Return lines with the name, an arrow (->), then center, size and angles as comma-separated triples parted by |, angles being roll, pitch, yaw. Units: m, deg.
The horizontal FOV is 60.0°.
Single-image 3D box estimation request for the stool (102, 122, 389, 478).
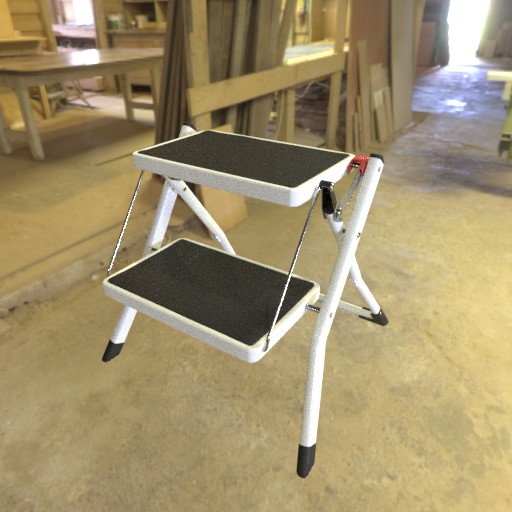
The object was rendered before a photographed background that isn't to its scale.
stool -> 0.000, 0.000, 0.862 | 0.485, 0.445, 0.490 | 18, 34, 29
